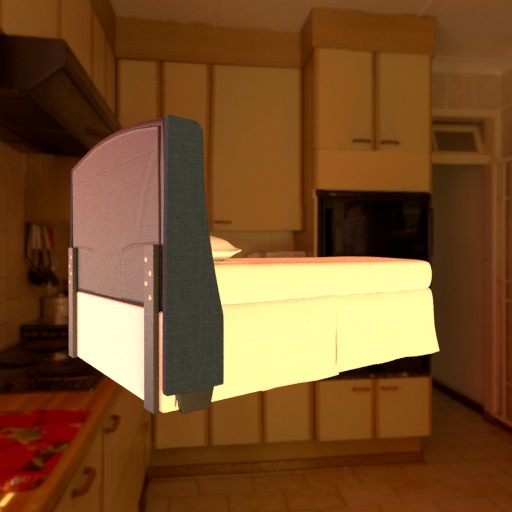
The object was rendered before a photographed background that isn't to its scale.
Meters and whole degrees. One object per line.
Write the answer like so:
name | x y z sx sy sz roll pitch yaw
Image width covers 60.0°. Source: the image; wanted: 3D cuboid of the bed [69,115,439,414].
bed | 0.000 0.000 3.208 2.223 1.402 1.604 0 0 -37
